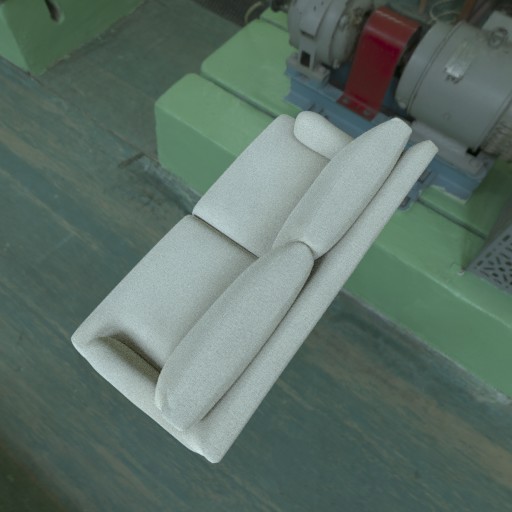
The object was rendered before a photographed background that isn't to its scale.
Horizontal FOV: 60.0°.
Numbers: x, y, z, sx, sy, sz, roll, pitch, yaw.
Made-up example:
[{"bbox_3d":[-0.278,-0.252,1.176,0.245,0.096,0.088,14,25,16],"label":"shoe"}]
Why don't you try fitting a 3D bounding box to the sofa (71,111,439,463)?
[{"bbox_3d":[0.000,0.000,2.614,1.091,0.997,2.070,33,68,15],"label":"sofa"}]
